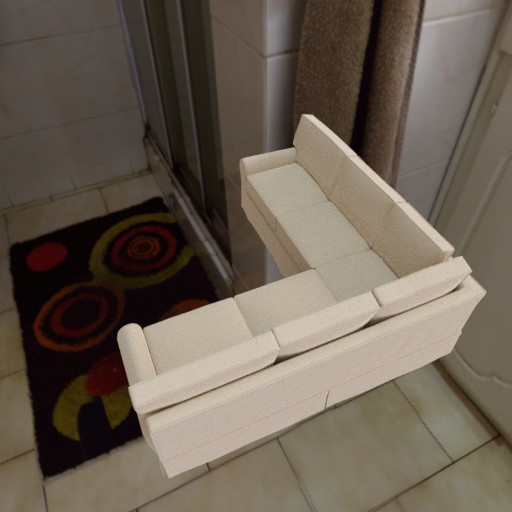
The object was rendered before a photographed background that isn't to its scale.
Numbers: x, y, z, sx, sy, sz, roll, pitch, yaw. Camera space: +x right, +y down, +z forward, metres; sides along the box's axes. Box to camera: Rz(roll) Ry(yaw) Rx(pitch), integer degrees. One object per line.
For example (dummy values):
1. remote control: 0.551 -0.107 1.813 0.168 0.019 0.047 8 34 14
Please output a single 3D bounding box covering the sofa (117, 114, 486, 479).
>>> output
1. sofa: 0.000 0.000 3.918 2.597 1.070 2.591 -18 49 -16
